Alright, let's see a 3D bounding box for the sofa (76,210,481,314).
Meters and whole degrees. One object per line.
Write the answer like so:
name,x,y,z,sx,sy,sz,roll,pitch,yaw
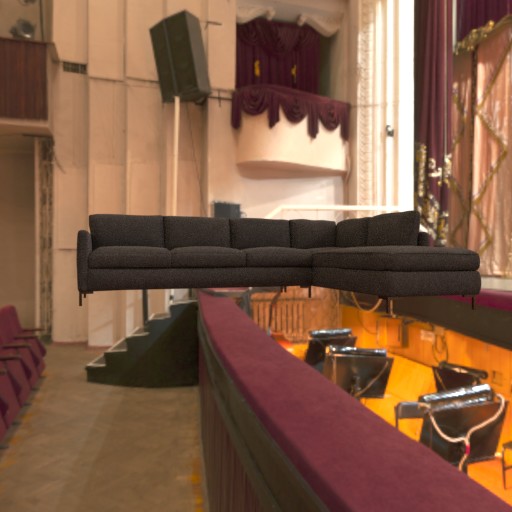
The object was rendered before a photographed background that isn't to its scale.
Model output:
sofa,0.000,0.000,3.819,2.949,0.815,2.007,0,0,-18
